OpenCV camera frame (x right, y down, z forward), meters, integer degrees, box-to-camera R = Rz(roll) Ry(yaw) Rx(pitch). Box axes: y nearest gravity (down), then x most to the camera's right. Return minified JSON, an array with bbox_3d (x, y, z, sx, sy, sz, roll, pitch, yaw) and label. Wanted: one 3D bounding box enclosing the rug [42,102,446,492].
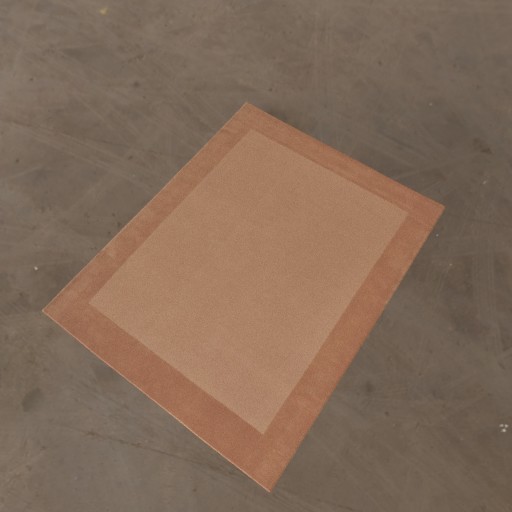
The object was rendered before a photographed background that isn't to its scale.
[{"bbox_3d":[0.000,0.000,4.117,2.431,0.021,3.057,32,67,15],"label":"rug"}]
